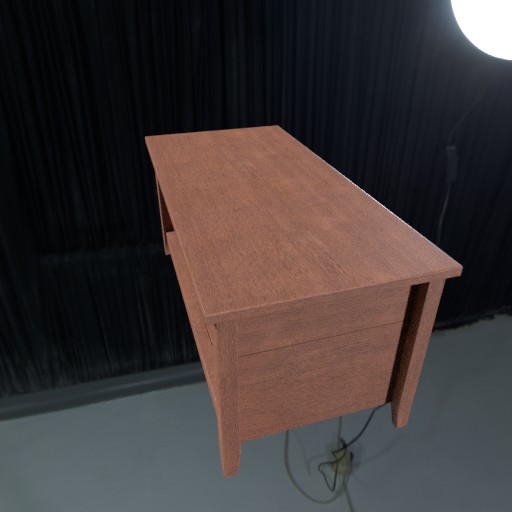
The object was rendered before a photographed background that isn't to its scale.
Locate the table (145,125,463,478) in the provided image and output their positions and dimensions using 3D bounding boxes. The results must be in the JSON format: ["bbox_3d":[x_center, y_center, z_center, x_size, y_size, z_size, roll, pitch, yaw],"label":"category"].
[{"bbox_3d":[0.000,0.000,1.286,0.483,0.457,1.016,-9,32,-15],"label":"table"}]
